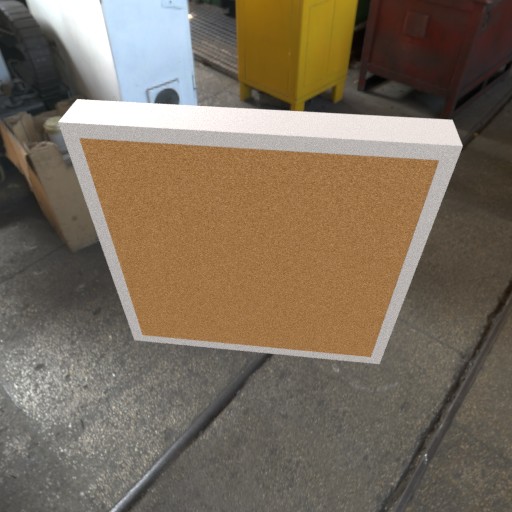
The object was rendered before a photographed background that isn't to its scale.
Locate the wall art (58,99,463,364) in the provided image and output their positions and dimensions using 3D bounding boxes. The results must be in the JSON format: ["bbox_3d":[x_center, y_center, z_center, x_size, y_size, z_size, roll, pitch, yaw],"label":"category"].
[{"bbox_3d":[0.000,0.000,0.453,0.305,0.302,0.038,5,46,4],"label":"wall art"}]
